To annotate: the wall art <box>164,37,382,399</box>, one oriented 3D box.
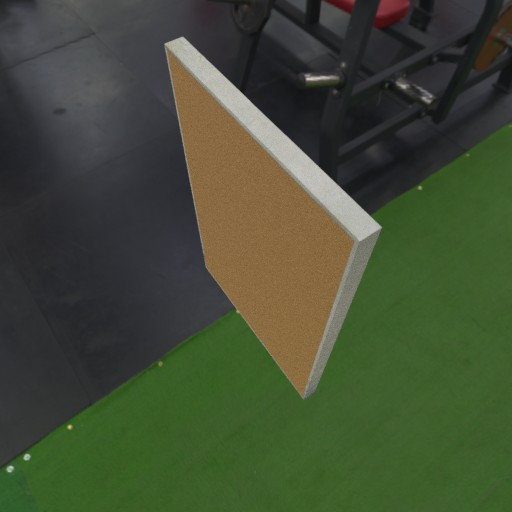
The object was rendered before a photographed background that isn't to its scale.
[{"bbox_3d":[0.000,0.000,0.992,0.038,0.764,0.508,-30,63,-18],"label":"wall art"}]
